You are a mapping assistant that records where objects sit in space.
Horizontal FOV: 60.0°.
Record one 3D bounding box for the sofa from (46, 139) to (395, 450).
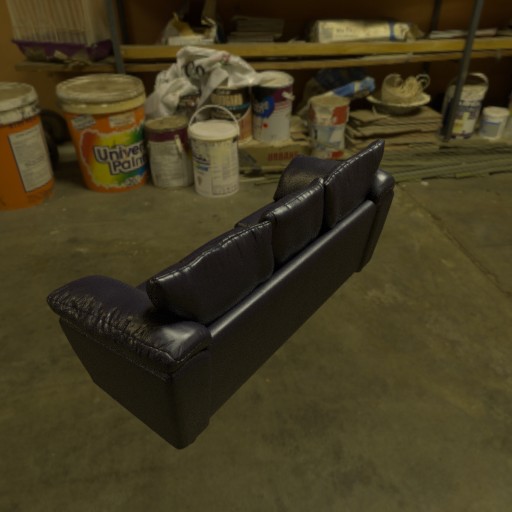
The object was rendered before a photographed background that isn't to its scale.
[{"bbox_3d":[0.000,0.000,2.822,0.880,1.073,2.336,23,40,30],"label":"sofa"}]
